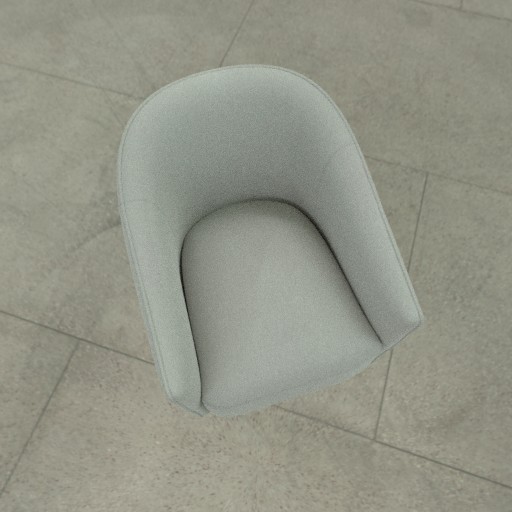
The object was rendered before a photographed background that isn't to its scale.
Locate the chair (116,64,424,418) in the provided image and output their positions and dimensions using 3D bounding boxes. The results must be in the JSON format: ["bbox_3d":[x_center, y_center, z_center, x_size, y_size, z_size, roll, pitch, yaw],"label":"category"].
[{"bbox_3d":[0.000,0.000,1.459,0.747,0.799,0.875,-15,65,-7],"label":"chair"}]
